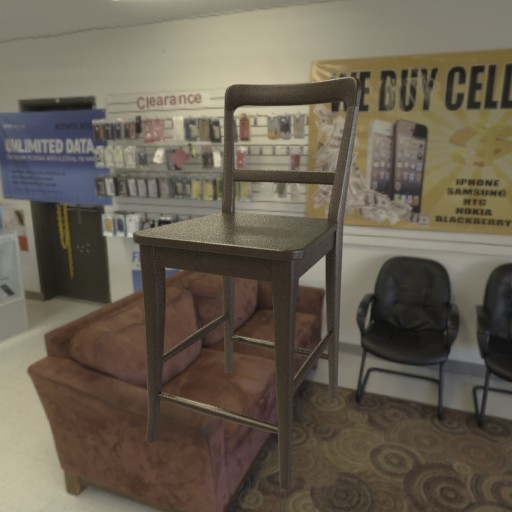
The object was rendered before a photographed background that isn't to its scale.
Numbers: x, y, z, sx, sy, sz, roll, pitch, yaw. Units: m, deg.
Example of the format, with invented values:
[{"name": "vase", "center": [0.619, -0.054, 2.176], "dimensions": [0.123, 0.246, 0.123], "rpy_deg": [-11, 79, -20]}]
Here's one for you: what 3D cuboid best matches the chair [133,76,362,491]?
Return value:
[{"name": "chair", "center": [0.000, 0.000, 1.257], "dimensions": [0.450, 0.991, 0.546], "rpy_deg": [7, 15, 25]}]
